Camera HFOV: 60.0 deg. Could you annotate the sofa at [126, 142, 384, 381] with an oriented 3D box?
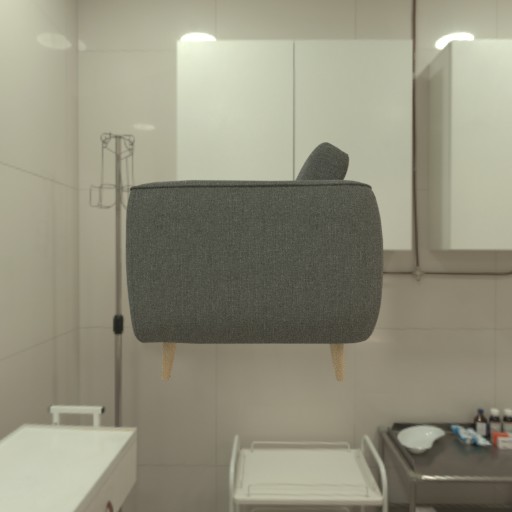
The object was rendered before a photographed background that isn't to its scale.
[{"bbox_3d":[0.000,0.000,2.266,0.920,0.870,1.700,0,1,1],"label":"sofa"}]
